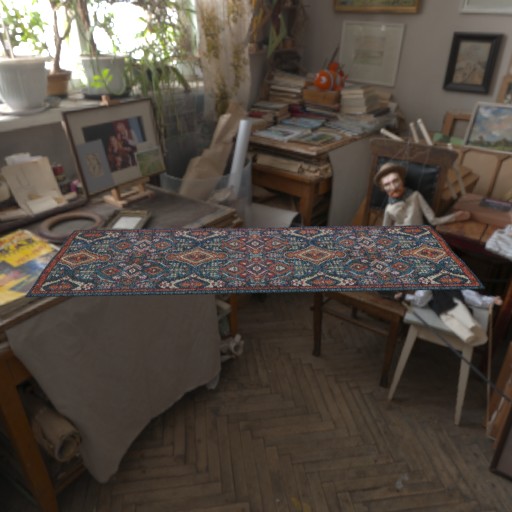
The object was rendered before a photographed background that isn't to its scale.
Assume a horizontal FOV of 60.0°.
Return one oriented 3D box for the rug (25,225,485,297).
[{"bbox_3d":[0.000,0.000,2.697,2.459,0.010,0.801,-1,29,-2],"label":"rug"}]
